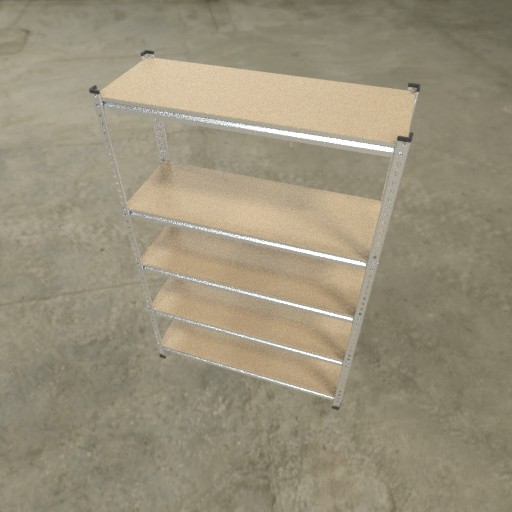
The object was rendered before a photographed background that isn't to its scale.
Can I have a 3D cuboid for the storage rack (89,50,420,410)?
[{"bbox_3d":[0.000,0.000,2.362,1.219,1.829,0.457,13,45,13],"label":"storage rack"}]
